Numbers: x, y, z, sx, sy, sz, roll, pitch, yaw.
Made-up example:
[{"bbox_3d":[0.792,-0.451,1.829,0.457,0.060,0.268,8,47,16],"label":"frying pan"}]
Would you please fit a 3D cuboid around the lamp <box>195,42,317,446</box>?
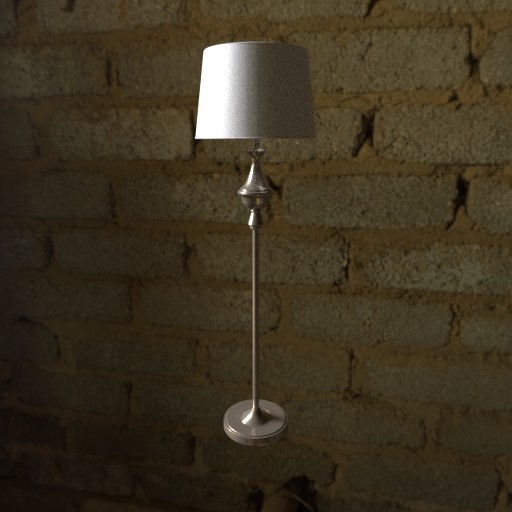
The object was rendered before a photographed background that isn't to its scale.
[{"bbox_3d":[0.000,0.000,1.694,0.431,1.488,0.431,0,15,0],"label":"lamp"}]
